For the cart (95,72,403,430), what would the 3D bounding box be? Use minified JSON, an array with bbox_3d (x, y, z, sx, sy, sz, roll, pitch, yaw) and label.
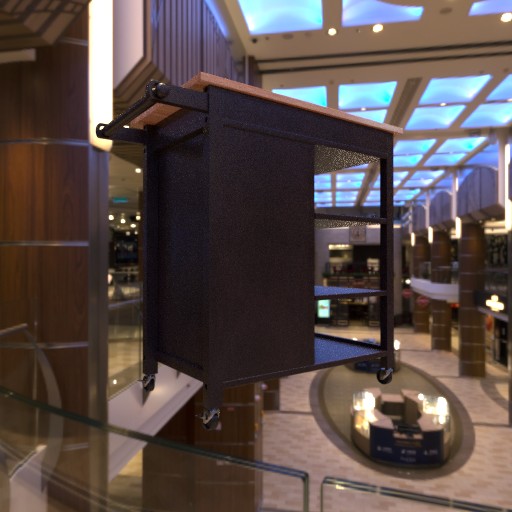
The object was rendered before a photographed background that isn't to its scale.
[{"bbox_3d":[0.000,0.000,1.443,0.914,0.878,0.472,0,0,-36],"label":"cart"}]
